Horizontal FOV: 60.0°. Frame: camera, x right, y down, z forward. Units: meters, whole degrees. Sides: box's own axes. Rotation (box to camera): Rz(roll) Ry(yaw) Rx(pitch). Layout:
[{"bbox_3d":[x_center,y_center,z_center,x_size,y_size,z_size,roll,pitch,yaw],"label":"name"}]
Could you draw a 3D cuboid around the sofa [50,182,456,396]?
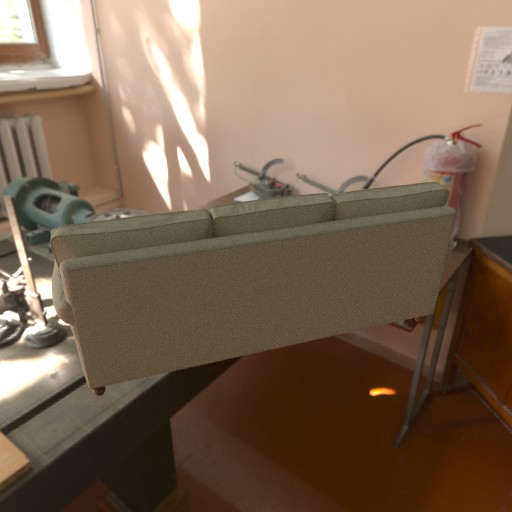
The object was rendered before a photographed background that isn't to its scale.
[{"bbox_3d":[0.000,0.000,2.819,2.354,0.948,0.966,-9,28,-17],"label":"sofa"}]
